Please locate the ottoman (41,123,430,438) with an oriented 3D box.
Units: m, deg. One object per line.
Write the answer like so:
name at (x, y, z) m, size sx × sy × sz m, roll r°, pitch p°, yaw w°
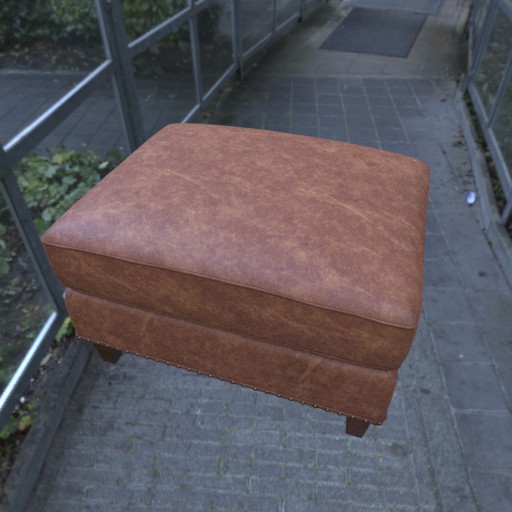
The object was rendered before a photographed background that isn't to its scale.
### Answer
ottoman at (0.000, 0.000, 1.106) m, size 0.742 × 0.486 × 0.586 m, roll 12°, pitch 42°, yaw 14°
